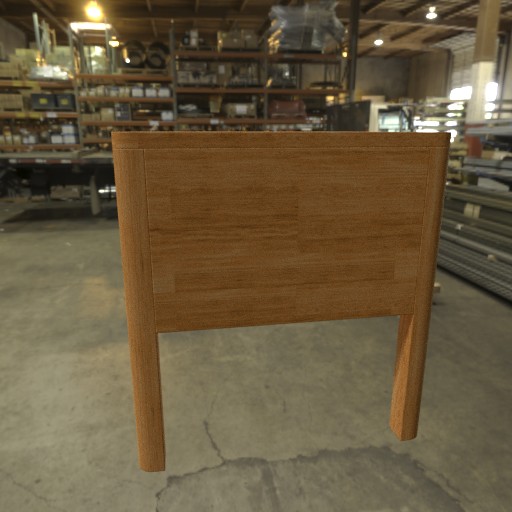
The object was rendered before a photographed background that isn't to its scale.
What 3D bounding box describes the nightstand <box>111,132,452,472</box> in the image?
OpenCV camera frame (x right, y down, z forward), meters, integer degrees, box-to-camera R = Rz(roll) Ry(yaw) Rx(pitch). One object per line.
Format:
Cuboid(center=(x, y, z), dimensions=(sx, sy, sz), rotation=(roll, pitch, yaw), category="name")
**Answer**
Cuboid(center=(0.000, 0.000, 0.871), dimensions=(0.440, 0.470, 0.560), rotation=(-3, 16, -10), category="nightstand")
